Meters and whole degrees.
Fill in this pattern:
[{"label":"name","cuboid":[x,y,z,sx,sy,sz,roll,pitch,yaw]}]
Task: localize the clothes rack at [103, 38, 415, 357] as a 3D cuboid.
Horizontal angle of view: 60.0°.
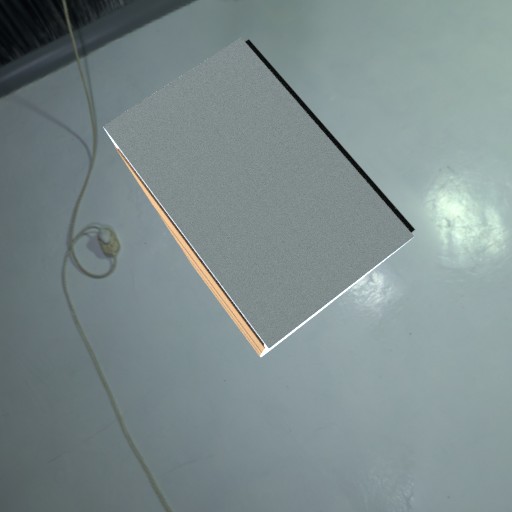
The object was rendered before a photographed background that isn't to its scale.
[{"label":"clothes rack","cuboid":[0.000,0.000,1.364,0.330,1.187,0.500,-36,79,-8]}]
